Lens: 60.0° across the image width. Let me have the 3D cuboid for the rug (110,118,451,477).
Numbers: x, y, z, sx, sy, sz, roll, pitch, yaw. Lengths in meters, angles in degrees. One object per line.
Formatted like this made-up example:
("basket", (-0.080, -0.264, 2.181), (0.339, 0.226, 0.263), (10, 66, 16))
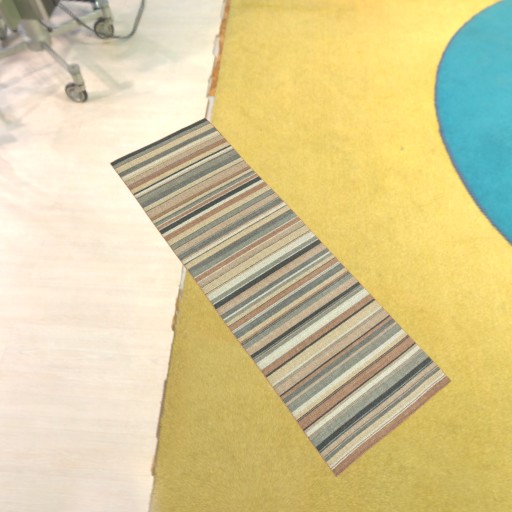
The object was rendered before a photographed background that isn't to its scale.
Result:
("rug", (0.000, 0.000, 2.727), (0.799, 0.010, 2.444), (-31, 64, -17))
